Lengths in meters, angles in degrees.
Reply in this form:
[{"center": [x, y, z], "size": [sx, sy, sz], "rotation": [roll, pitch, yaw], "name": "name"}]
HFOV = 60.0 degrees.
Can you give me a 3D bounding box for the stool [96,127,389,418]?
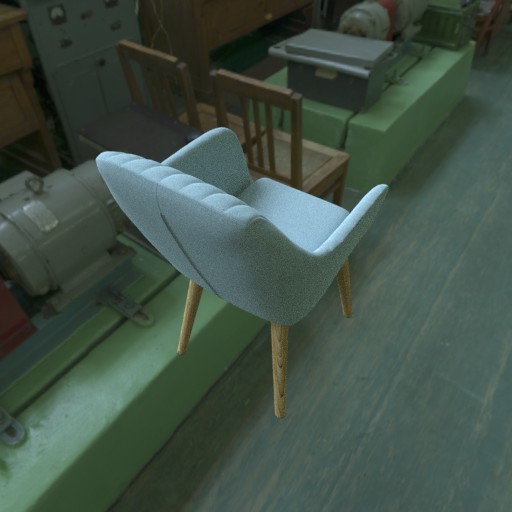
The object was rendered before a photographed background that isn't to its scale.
[{"center": [0.000, 0.000, 1.185], "size": [0.503, 0.830, 0.590], "rotation": [26, 51, 23], "name": "stool"}]
